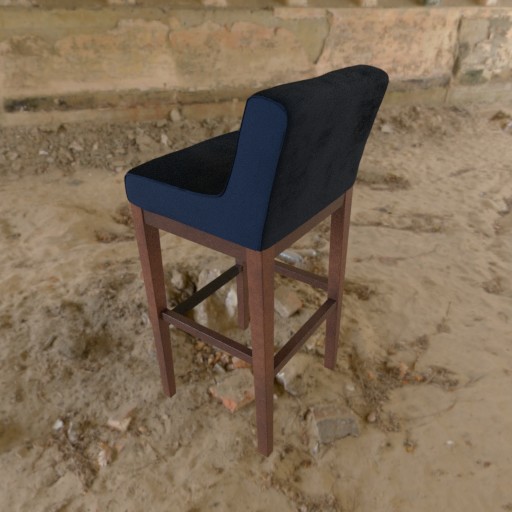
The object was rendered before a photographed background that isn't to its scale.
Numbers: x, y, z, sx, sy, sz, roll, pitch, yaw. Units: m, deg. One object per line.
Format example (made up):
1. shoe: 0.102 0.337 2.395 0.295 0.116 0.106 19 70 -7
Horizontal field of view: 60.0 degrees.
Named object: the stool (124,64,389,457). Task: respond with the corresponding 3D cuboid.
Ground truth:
1. stool: 0.000 0.000 1.316 0.500 1.037 0.511 19 36 29
